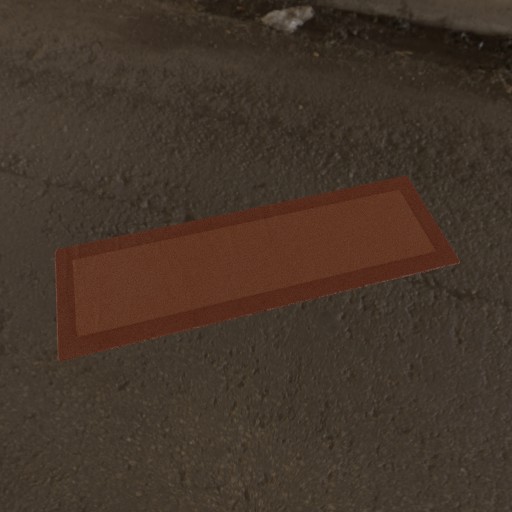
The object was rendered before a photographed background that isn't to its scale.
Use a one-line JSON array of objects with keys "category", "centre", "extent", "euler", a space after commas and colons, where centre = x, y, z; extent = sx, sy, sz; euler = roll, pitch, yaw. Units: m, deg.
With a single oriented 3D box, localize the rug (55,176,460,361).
[{"category": "rug", "centre": [0.000, 0.000, 2.772], "extent": [2.471, 0.013, 0.914], "euler": [-16, 58, -10]}]
